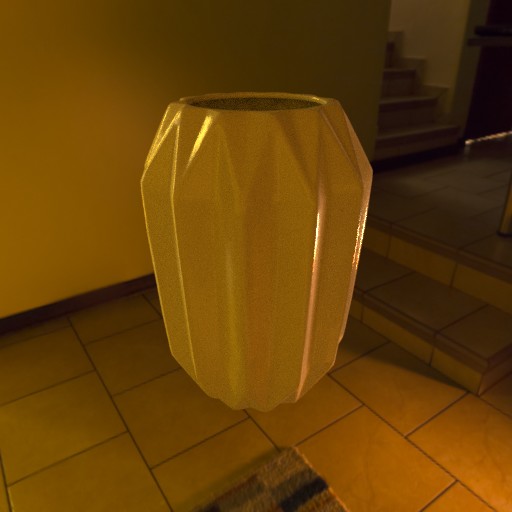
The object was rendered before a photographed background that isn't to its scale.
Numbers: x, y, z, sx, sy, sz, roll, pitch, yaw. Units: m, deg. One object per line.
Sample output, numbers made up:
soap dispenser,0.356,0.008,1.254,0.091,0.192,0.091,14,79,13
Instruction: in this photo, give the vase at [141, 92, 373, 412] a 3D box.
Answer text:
vase,0.000,0.000,0.412,0.195,0.275,0.195,0,26,0
